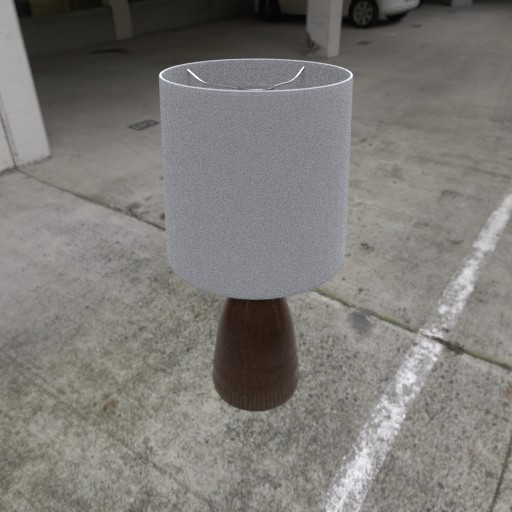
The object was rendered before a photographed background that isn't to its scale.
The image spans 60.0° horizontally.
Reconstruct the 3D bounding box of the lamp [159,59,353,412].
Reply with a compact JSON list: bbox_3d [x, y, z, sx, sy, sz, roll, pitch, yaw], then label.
[{"bbox_3d":[0.000,0.000,0.476,0.186,0.369,0.186,0,31,0],"label":"lamp"}]
